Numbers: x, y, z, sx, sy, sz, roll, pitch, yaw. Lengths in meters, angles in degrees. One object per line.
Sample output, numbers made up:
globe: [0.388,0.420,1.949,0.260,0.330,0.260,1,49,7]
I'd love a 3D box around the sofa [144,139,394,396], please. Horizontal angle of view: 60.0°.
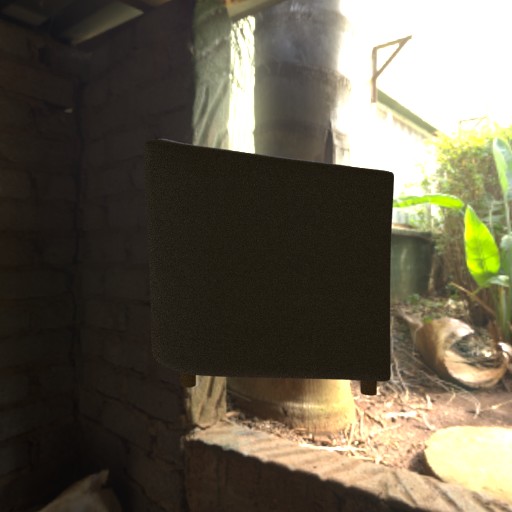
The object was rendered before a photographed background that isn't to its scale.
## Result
sofa: [0.000,0.000,1.839,0.705,0.721,1.452,0,0,-1]
